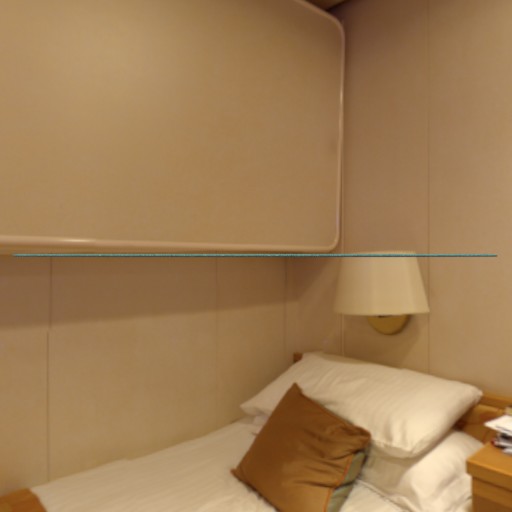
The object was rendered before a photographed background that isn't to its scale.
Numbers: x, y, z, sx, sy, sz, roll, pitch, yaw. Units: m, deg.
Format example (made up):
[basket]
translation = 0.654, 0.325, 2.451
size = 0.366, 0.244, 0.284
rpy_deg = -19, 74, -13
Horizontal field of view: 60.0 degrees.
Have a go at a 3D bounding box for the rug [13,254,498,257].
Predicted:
[rug]
translation = 0.000, 0.000, 2.787
size = 2.205, 0.012, 1.554
rpy_deg = 0, 0, 1
